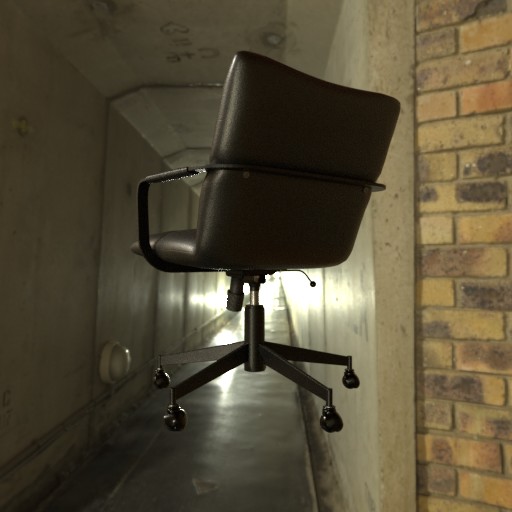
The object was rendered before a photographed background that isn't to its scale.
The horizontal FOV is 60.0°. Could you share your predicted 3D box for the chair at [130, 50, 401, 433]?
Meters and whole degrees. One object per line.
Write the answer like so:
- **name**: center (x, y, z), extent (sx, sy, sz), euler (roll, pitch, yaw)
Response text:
- **chair**: center (0.000, 0.000, 1.429), extent (0.719, 0.922, 0.748), euler (0, 0, -35)
